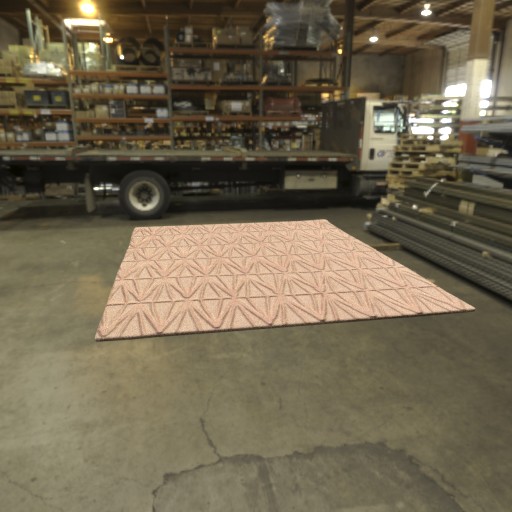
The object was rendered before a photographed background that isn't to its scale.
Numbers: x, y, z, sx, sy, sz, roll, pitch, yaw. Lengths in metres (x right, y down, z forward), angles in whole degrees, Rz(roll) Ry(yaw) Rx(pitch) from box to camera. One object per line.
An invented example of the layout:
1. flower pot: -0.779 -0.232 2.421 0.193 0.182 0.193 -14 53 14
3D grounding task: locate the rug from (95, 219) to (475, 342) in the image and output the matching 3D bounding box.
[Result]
1. rug: 0.000 0.000 4.181 2.453 0.043 3.052 -3 16 -10
